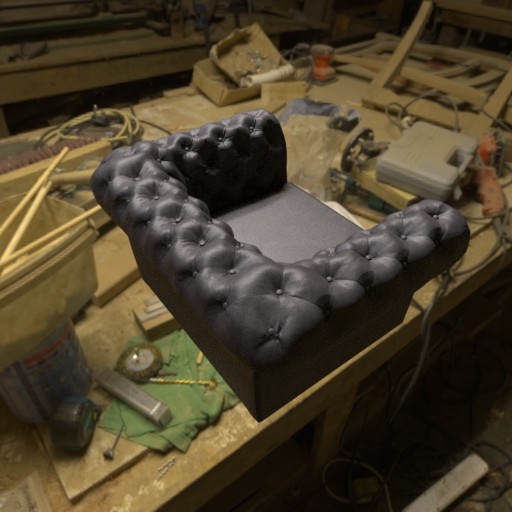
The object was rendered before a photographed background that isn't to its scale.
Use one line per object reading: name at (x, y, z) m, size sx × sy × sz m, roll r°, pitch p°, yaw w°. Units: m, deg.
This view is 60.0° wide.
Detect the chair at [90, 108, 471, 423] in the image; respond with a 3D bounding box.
chair at (0.000, 0.000, 1.896) m, size 0.943 × 0.780 × 1.298 m, roll -26°, pitch 47°, yaw -27°
